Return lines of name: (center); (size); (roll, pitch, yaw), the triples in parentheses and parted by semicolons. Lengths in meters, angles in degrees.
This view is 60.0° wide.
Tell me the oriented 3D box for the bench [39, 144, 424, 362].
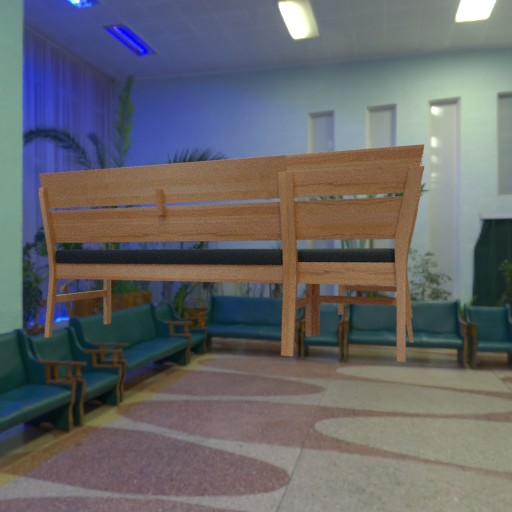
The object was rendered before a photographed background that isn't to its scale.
bench: (0.000, 0.000, 2.804); (1.948, 0.890, 1.548); (0, 0, 19)
